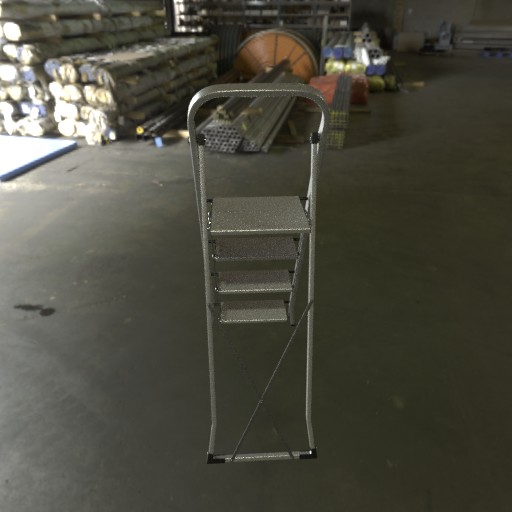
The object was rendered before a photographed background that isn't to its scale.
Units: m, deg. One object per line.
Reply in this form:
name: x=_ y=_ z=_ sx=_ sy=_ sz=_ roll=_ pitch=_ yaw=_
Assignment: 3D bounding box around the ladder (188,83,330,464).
ladder: x=0.000 y=0.000 z=1.685 sx=0.465 sy=1.290 sz=0.830 roll=-2 pitch=30 yaw=-3
